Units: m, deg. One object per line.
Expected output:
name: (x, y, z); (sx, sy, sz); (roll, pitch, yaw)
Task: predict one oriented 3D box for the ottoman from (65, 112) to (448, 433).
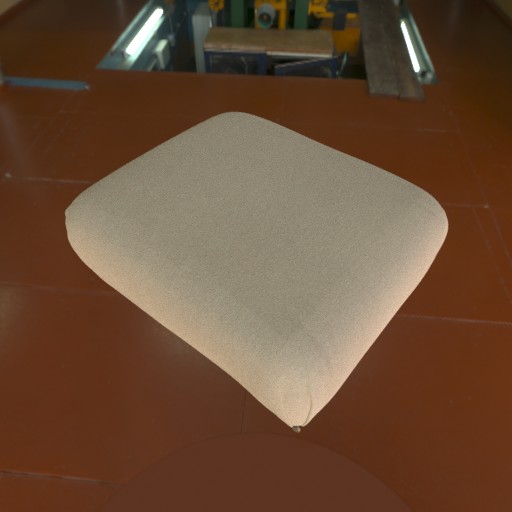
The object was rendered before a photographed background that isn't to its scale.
ottoman: (0.000, 0.000, 1.148); (0.746, 0.450, 0.639); (31, 54, 26)
